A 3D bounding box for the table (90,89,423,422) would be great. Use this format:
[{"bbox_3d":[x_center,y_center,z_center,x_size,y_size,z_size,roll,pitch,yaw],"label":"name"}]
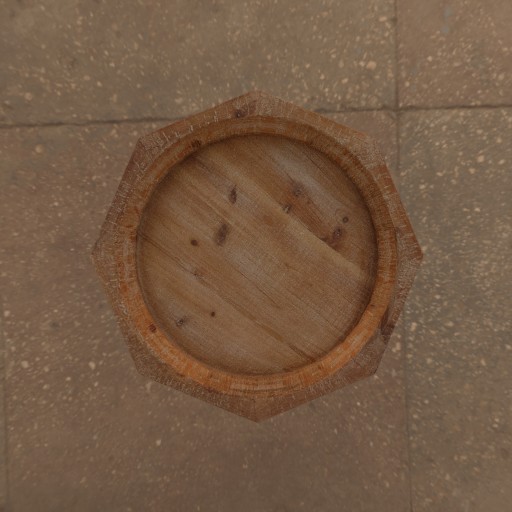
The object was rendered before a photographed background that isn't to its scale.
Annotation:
[{"bbox_3d":[0.000,0.000,0.879,0.458,0.543,0.458,0,90,0],"label":"table"}]
